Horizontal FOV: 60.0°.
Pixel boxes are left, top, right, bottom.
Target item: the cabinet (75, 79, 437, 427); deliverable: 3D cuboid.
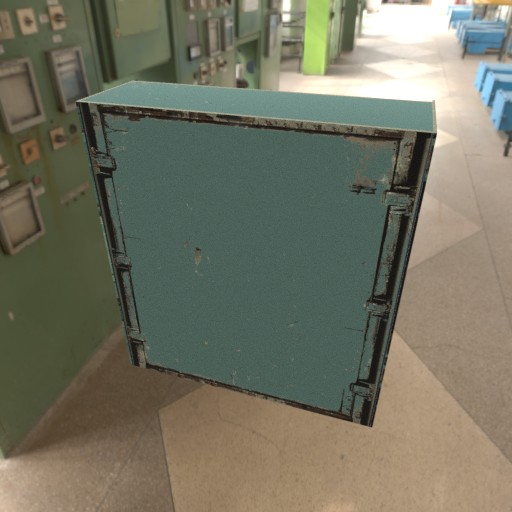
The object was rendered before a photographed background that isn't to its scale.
[{"bbox_3d":[0.000,0.000,3.182,2.000,2.160,0.680,10,34,15],"label":"cabinet"}]
